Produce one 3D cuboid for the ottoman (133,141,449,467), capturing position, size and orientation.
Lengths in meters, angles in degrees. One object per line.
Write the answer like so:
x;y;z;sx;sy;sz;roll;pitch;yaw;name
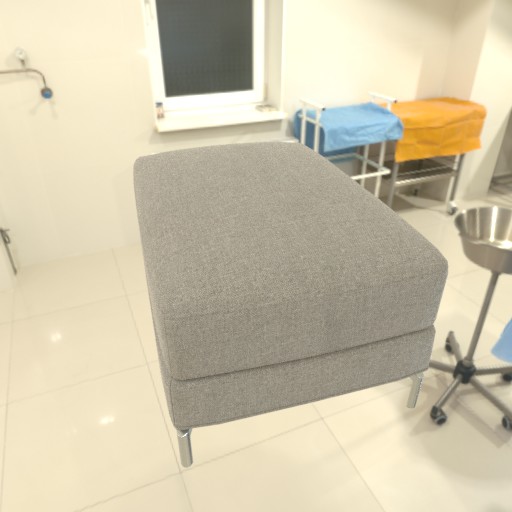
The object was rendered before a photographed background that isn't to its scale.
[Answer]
0.000;0.000;1.192;0.584;0.457;0.838;-9;32;-14;ottoman
